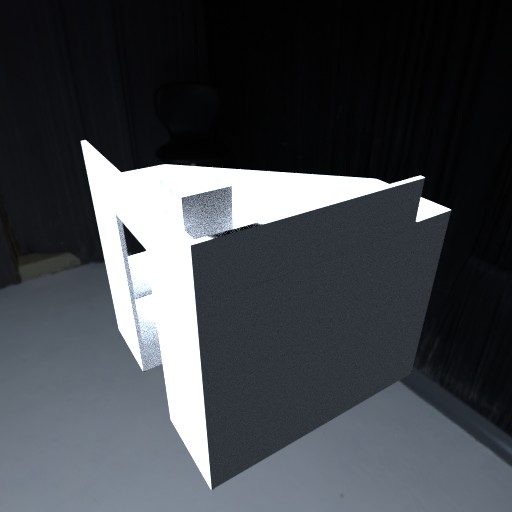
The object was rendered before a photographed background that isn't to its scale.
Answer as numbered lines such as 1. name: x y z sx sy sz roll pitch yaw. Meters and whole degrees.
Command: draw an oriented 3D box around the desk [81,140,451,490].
1. desk: 0.000 0.000 1.730 0.940 0.986 0.940 -18 35 -28
